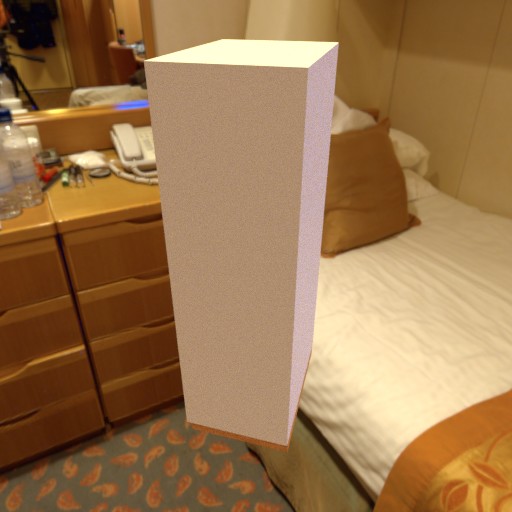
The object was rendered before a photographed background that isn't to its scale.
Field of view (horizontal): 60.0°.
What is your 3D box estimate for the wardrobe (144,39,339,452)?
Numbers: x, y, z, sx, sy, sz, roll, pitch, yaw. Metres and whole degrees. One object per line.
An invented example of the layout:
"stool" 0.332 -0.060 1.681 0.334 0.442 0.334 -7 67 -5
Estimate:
"wardrobe" 0.000 0.000 2.410 0.600 2.040 0.860 8 32 13
